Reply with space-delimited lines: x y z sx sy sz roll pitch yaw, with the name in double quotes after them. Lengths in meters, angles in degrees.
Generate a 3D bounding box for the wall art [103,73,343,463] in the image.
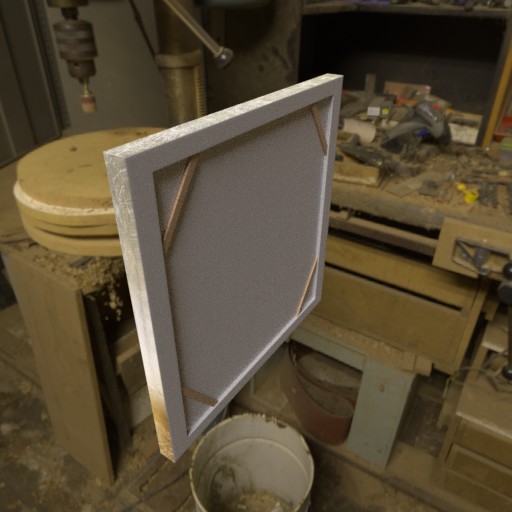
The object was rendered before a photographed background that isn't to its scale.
0.000 0.000 0.910 0.038 0.610 0.610 20 38 28 "wall art"
